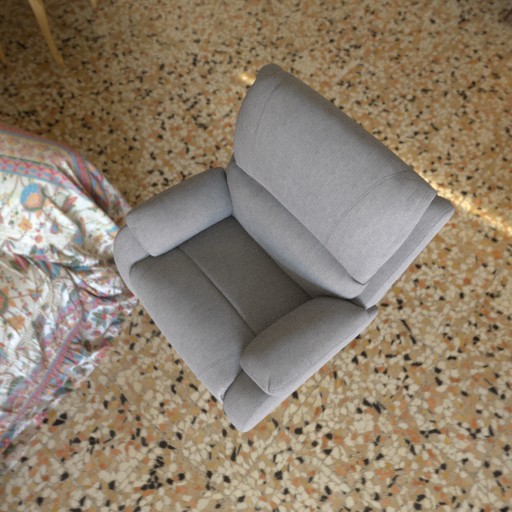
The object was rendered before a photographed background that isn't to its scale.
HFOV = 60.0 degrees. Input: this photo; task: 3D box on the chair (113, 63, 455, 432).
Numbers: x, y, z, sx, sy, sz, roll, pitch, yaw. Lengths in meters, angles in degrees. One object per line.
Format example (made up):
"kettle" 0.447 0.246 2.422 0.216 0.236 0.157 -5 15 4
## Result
"chair" 0.000 0.000 1.729 0.899 1.011 0.930 -36 68 -17
